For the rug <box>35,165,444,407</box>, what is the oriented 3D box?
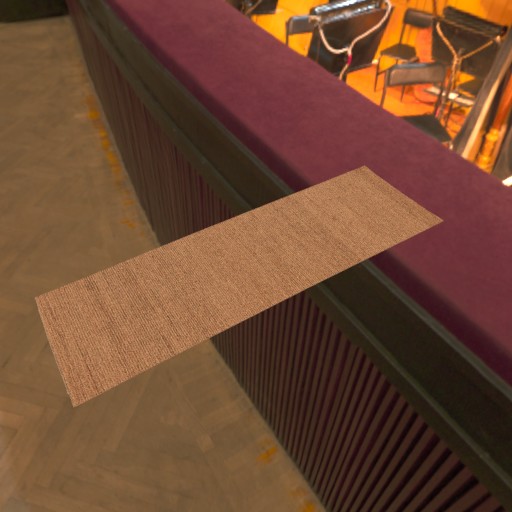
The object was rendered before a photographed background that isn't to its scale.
[{"bbox_3d":[0.000,0.000,2.633,2.390,0.014,0.741,-24,50,-22],"label":"rug"}]
